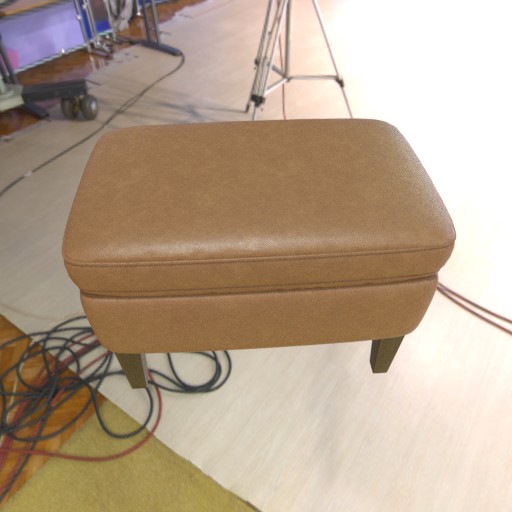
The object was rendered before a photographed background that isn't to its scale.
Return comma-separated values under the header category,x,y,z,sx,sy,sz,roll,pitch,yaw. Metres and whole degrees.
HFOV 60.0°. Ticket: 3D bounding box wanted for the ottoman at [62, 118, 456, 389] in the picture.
category,x,y,z,sx,sy,sz,roll,pitch,yaw
ottoman,0.000,0.000,0.986,0.670,0.480,0.420,-3,46,-3
